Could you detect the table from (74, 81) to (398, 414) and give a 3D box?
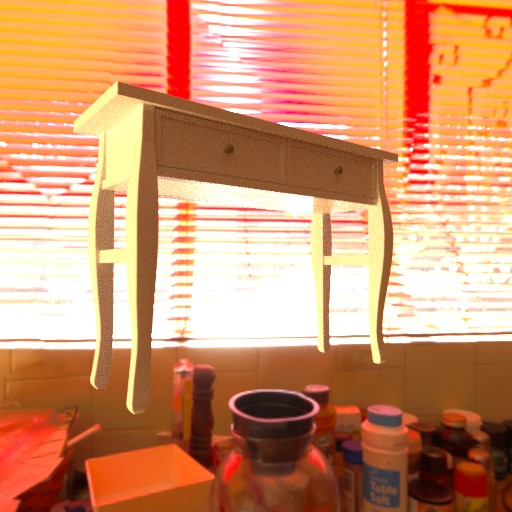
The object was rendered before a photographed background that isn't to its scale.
[{"bbox_3d":[0.000,0.000,1.458,1.062,0.768,0.373,1,-2,-37],"label":"table"}]
